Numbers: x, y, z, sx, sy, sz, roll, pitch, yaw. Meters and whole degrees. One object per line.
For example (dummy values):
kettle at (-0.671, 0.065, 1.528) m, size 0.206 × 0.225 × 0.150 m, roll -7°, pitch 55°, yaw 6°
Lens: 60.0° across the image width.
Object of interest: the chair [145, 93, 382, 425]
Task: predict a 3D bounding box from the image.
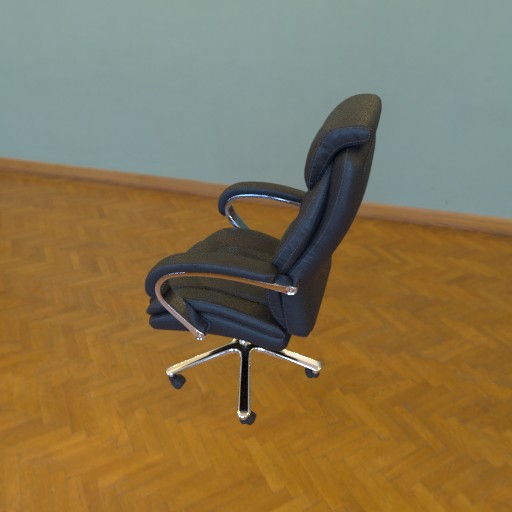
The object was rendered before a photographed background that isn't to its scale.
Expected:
chair at (0.000, 0.000, 1.731) m, size 0.790 × 1.183 × 0.755 m, roll 8°, pitch 32°, yaw 14°
